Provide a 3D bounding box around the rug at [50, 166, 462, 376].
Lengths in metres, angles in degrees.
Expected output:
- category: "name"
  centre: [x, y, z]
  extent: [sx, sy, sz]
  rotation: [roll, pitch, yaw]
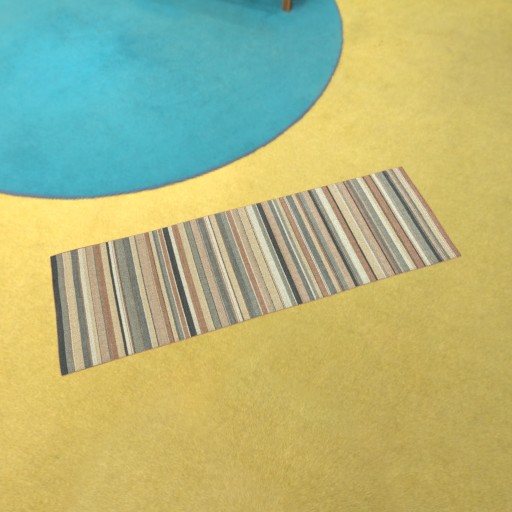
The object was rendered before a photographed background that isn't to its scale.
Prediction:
- category: "rug"
  centre: [0.000, 0.000, 2.753]
  extent: [2.444, 0.010, 0.799]
  rotation: [-15, 59, -10]
